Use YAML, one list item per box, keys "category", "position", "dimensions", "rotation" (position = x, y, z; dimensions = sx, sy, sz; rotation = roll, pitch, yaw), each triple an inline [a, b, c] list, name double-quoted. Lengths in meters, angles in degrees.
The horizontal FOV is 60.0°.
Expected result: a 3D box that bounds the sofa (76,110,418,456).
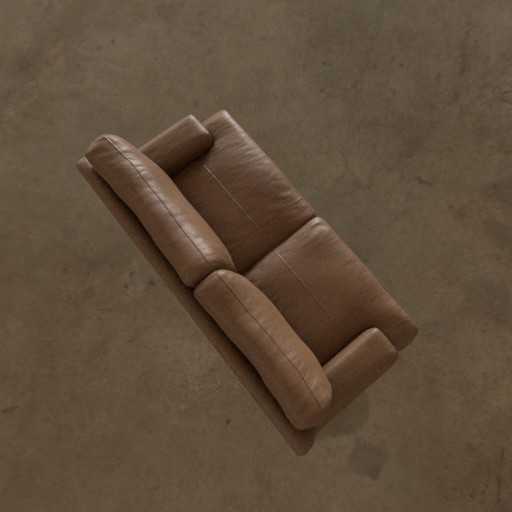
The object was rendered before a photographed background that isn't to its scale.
- category: "sofa"
  position: [0.000, 0.000, 2.505]
  dimensions: [0.962, 0.980, 1.855]
  rotation: [-38, 79, -9]
